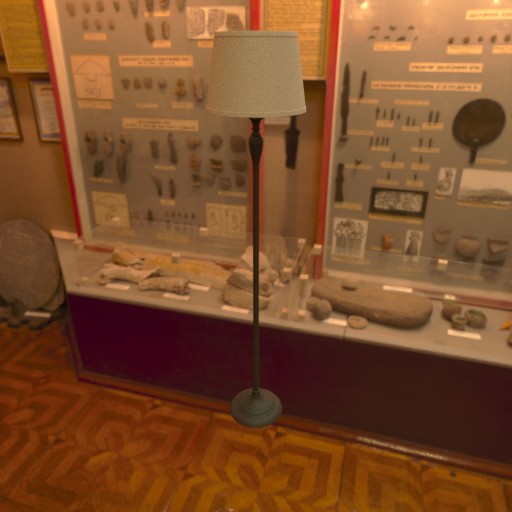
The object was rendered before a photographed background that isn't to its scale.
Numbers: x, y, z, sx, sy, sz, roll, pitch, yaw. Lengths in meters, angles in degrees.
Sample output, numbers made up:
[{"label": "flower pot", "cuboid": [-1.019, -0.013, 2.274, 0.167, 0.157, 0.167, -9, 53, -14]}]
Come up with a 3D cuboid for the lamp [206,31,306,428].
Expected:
[{"label": "lamp", "cuboid": [0.000, 0.000, 1.670, 0.327, 1.506, 0.327, 8, 26, 16]}]
